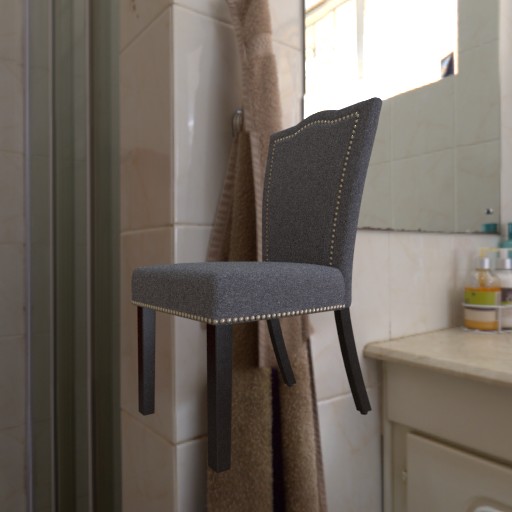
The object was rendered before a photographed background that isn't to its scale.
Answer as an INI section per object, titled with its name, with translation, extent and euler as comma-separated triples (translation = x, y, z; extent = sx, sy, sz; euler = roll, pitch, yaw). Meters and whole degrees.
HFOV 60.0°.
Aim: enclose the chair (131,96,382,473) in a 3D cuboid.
[chair]
translation = 0.000, 0.000, 1.310
extent = 0.589, 0.946, 0.518
euler = 0, 0, -35
